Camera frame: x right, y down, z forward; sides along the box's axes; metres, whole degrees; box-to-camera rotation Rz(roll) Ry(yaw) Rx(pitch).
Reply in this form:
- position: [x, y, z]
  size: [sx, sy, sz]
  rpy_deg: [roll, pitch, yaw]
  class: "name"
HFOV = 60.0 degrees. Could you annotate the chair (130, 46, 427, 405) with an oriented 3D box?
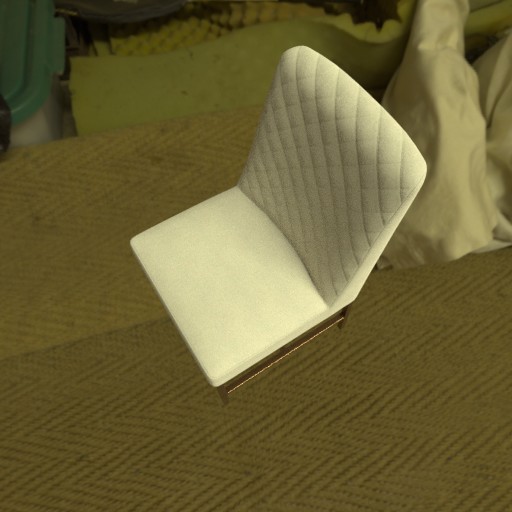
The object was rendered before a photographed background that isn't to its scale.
- position: [0.000, 0.000, 1.295]
  size: [0.597, 0.933, 0.503]
  rpy_deg: [-30, 67, -14]
  class: "chair"
